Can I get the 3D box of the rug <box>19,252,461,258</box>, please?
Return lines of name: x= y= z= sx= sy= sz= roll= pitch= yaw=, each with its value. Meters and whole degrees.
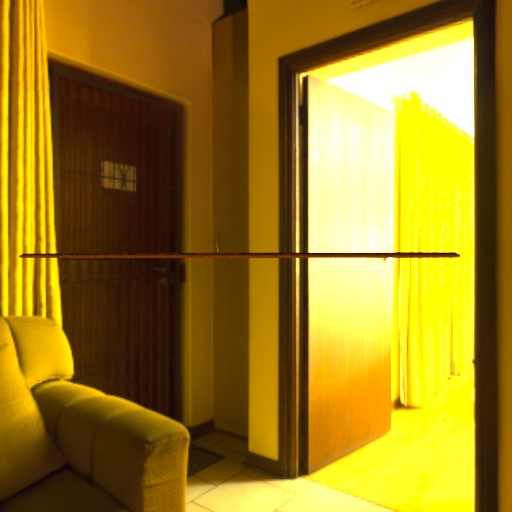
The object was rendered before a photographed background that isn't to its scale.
rug: x=0.000 y=0.000 z=2.820 sx=2.204 sy=0.024 sz=1.588 roll=0 pitch=0 yaw=18
